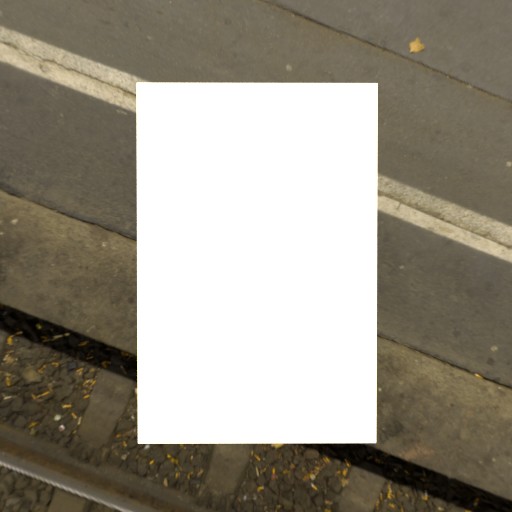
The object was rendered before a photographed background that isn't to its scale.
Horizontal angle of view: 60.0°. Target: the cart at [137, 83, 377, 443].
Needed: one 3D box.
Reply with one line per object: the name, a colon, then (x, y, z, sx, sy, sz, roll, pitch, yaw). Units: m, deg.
cart: (0.000, 0.000, 1.249, 0.442, 0.864, 0.683, 0, 91, 0)
